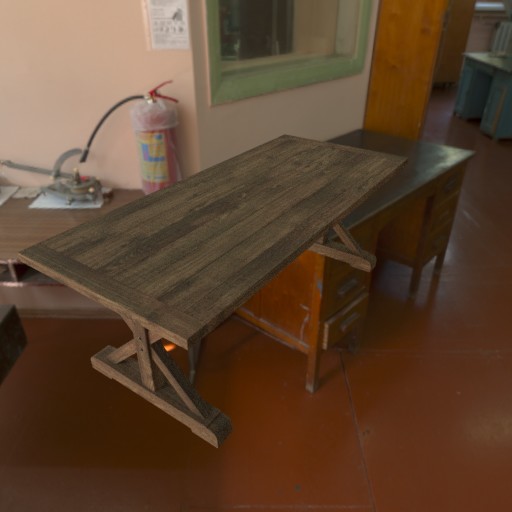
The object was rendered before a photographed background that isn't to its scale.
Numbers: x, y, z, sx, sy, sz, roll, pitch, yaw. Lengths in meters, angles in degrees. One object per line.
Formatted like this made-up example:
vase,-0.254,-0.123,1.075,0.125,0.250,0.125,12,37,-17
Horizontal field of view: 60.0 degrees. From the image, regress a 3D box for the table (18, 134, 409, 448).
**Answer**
table,0.000,0.000,2.450,0.907,0.733,2.031,20,36,29
